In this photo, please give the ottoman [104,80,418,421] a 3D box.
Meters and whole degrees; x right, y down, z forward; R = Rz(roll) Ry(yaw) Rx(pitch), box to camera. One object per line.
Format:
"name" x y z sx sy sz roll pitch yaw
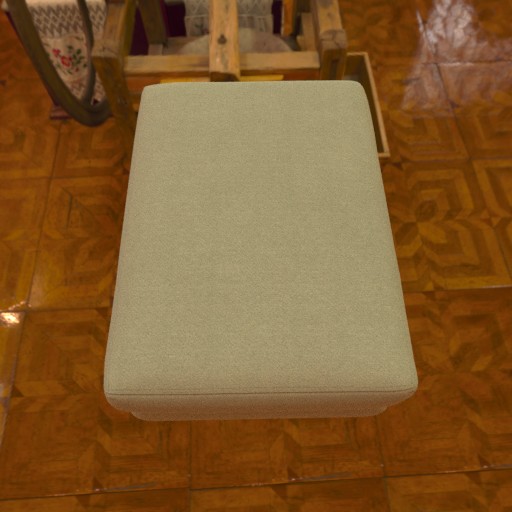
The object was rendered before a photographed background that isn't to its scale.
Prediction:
"ottoman" 0.000 0.000 1.104 0.569 0.499 0.773 -1 63 0
